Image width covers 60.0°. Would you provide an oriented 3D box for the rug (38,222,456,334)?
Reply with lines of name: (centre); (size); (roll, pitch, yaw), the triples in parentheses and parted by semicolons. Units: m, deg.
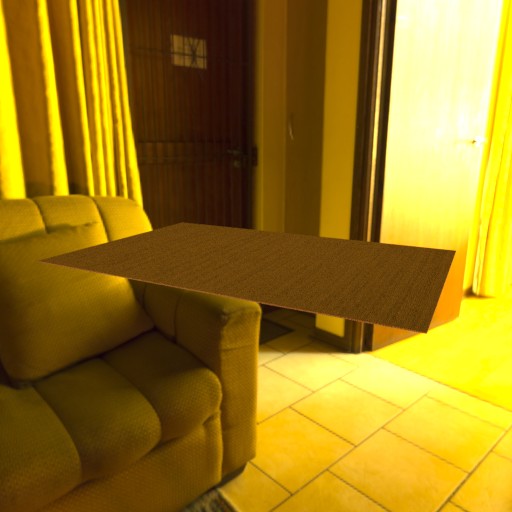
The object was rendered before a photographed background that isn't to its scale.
rug: (0.000, 0.000, 2.209); (1.752, 0.006, 1.142); (8, 16, 27)
